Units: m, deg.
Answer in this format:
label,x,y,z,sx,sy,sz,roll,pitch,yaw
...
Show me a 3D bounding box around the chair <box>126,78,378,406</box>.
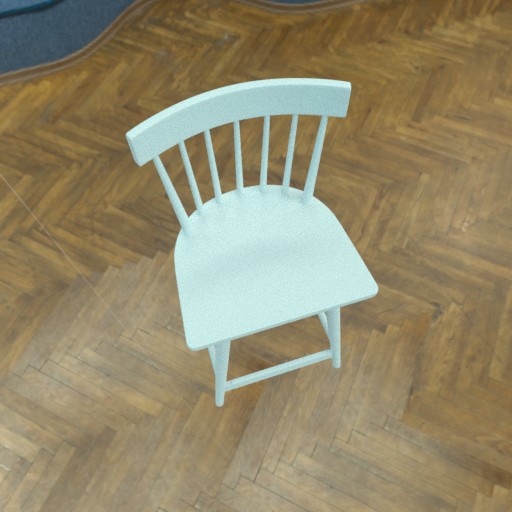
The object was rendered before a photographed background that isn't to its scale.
label,x,y,z,sx,sy,sz,roll,pitch,yaw
chair,0.000,0.000,1.269,0.483,0.952,0.572,-16,63,-8
